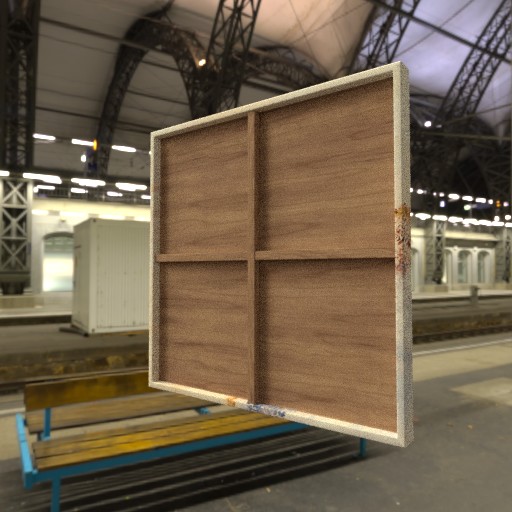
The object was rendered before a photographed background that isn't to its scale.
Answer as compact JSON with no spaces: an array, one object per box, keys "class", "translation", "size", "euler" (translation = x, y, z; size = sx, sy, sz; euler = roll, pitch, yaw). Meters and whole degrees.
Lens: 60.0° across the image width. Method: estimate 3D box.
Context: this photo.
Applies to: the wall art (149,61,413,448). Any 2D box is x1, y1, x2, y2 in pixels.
[{"class":"wall art","translation":[0.000,0.000,1.557],"size":[1.061,1.061,0.071],"euler":[-1,-2,37]}]
